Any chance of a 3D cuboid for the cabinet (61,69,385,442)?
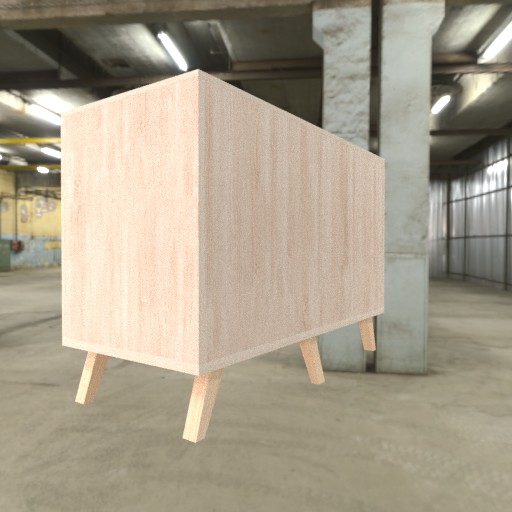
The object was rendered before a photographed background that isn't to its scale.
[{"bbox_3d":[0.000,0.000,1.505,0.500,0.780,1.110,1,1,35],"label":"cabinet"}]
